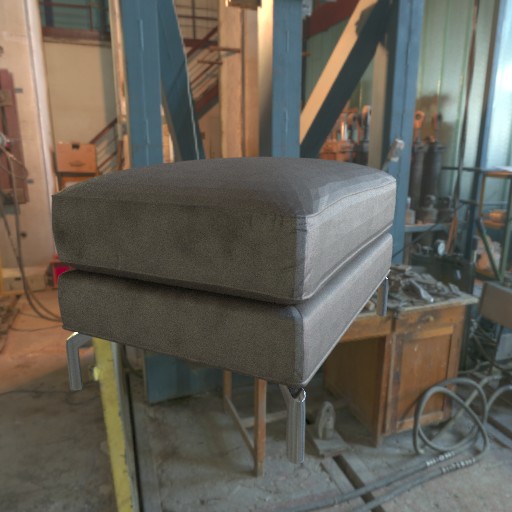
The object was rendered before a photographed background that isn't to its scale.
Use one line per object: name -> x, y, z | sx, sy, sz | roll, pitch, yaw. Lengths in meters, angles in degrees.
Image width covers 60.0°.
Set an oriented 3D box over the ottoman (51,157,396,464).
ottoman -> 0.000, 0.000, 1.047 | 0.520, 0.456, 0.719 | 7, 16, 26
